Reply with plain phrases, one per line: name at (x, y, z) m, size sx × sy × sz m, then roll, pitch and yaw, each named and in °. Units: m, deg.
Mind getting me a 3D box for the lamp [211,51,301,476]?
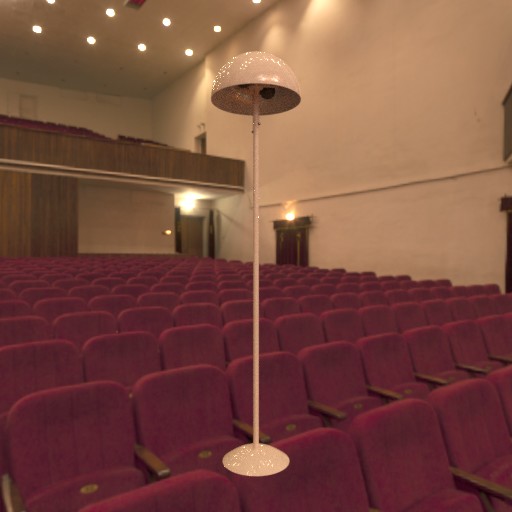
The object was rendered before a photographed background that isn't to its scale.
lamp at (0.000, 0.000, 1.614) m, size 0.328 × 1.480 × 0.328 m, roll 0°, pitch -1°, yaw -36°
